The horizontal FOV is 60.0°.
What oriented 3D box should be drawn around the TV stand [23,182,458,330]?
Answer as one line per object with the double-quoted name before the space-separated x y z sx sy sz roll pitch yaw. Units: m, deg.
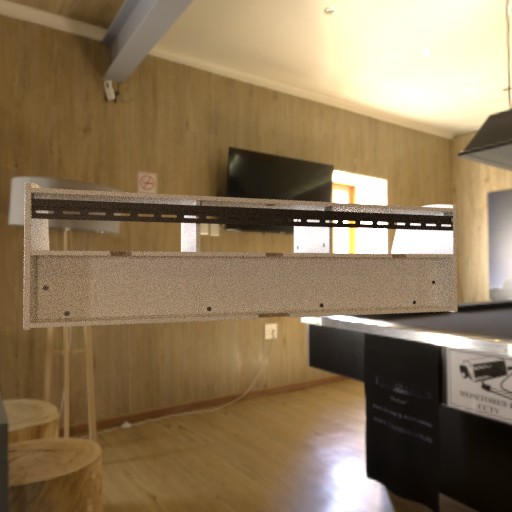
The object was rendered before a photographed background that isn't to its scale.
"TV stand" 0.000 0.000 1.638 1.473 0.424 0.397 0 -1 -18
